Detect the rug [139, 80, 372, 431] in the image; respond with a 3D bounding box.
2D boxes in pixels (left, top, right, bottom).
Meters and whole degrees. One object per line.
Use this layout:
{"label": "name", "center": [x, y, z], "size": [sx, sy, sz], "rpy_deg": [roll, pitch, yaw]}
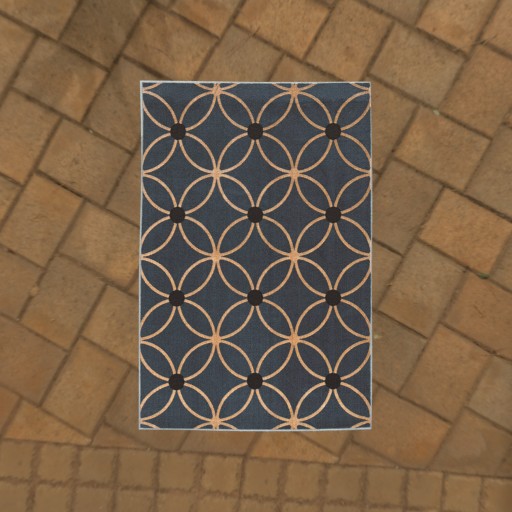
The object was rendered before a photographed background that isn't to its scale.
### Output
{"label": "rug", "center": [0.000, 0.000, 2.893], "size": [1.522, 0.008, 2.284], "rpy_deg": [0, 90, -1]}
